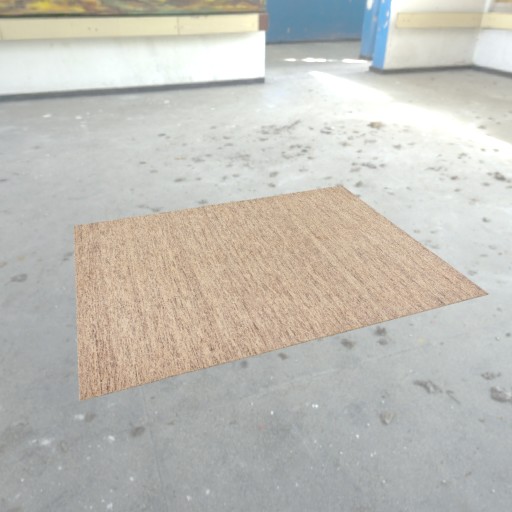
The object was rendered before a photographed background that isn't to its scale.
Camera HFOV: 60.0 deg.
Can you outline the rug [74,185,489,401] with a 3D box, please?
[{"bbox_3d":[0.000,0.000,4.171,3.205,0.013,2.448,-11,33,-17],"label":"rug"}]
